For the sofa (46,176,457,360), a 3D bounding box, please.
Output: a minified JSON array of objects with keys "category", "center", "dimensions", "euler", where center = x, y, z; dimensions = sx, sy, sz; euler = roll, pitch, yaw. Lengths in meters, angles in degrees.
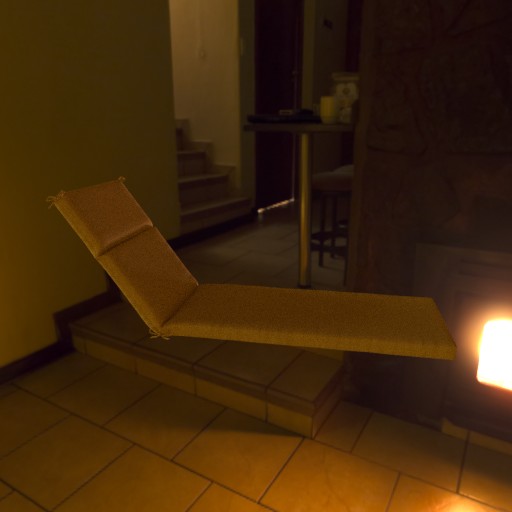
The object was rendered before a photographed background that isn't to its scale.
[{"category":"sofa","center":[0.000,0.000,1.997],"dimensions":[1.663,0.622,0.582],"euler":[3,17,10]}]
